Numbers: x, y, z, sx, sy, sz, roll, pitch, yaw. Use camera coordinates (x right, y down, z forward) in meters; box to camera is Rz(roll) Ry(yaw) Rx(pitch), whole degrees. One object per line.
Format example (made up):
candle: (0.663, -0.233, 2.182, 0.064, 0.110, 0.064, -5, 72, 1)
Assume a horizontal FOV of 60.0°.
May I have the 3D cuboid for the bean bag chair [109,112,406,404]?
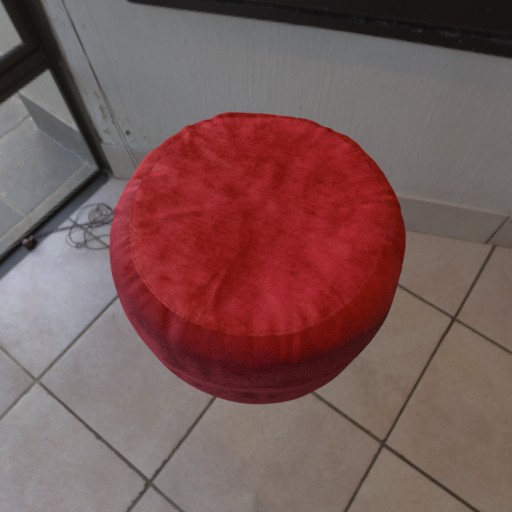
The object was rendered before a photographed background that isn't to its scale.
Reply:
bean bag chair: (0.000, 0.000, 1.980, 1.219, 0.762, 1.219, 0, 62, 0)
